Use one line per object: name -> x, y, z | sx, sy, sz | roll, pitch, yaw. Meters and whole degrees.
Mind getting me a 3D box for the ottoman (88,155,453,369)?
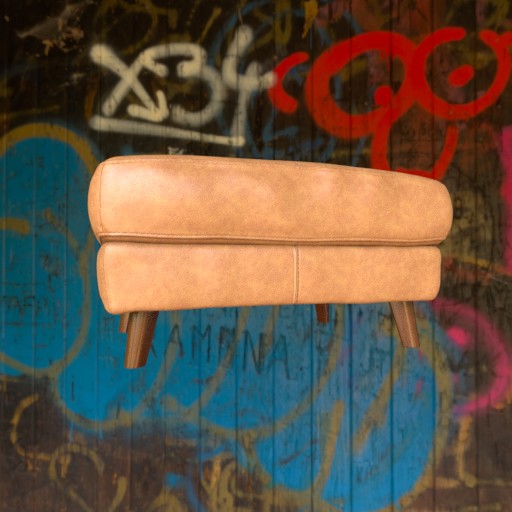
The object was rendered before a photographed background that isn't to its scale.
ottoman -> 0.000, 0.000, 1.240 | 0.869, 0.461, 0.630 | 0, -1, -19
